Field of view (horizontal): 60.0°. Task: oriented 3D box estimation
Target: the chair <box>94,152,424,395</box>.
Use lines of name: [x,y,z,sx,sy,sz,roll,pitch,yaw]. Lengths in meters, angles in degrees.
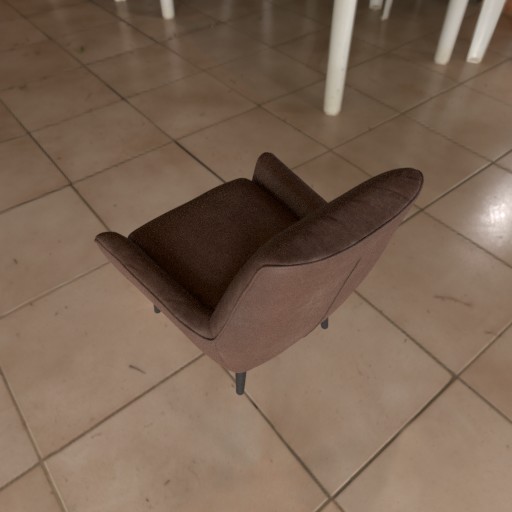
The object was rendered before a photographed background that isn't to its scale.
chair: [0.000,0.000,1.488,0.787,0.888,0.824,-32,55,-26]
